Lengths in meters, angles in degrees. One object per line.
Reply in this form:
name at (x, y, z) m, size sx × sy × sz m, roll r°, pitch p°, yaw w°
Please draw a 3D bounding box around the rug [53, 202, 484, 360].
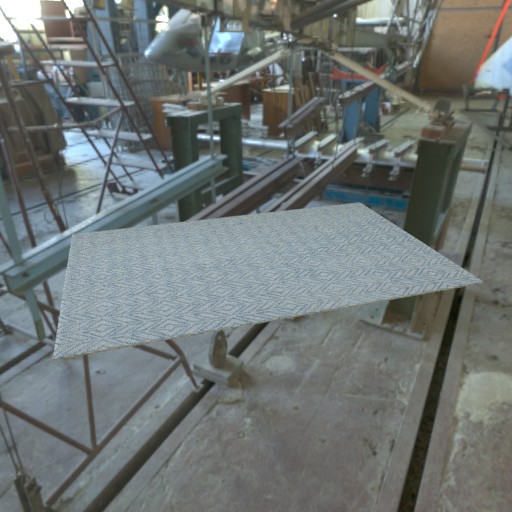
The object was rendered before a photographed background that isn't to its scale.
rug at (0.000, 0.000, 3.029) m, size 2.441 × 0.008 × 1.526 m, roll -8°, pitch 27°, yaw -15°
